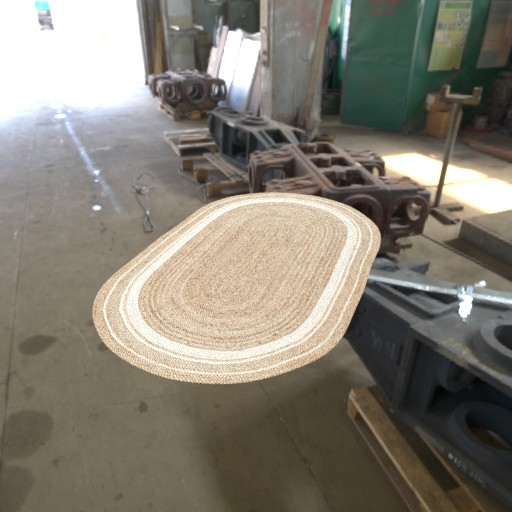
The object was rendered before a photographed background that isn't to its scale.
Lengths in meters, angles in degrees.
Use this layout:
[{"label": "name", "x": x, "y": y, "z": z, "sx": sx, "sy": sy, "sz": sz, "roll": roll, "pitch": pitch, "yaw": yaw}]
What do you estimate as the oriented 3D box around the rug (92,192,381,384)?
[{"label": "rug", "x": 0.000, "y": 0.000, "z": 3.029, "sx": 1.520, "sy": 0.006, "sz": 2.432, "roll": 12, "pitch": 31, "yaw": 20}]
